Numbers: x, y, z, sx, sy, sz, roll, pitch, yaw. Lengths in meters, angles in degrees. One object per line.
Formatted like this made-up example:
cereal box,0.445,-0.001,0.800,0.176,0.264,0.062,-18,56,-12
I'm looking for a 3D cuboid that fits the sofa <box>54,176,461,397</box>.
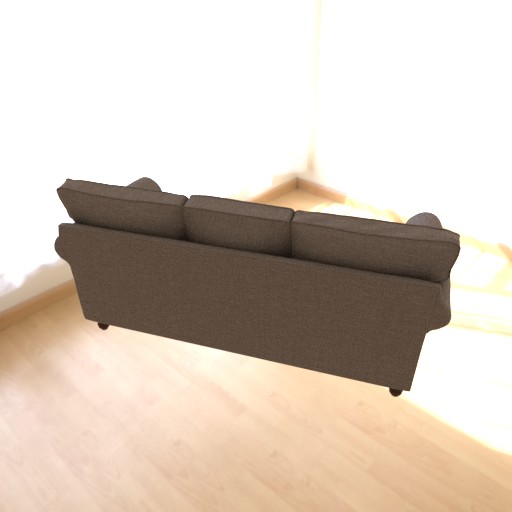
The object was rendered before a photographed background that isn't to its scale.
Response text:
sofa,0.000,0.000,2.625,2.084,0.961,0.916,9,33,15
